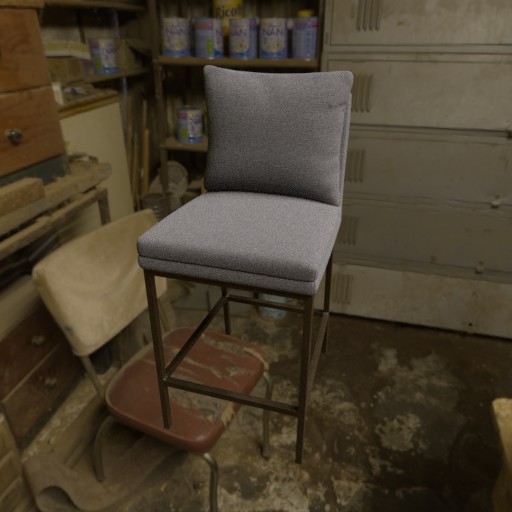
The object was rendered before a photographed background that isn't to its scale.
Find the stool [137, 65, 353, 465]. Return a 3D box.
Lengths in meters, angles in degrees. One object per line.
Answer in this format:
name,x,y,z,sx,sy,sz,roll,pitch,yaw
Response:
stool,0.000,0.000,1.339,0.463,1.031,0.569,8,28,15
